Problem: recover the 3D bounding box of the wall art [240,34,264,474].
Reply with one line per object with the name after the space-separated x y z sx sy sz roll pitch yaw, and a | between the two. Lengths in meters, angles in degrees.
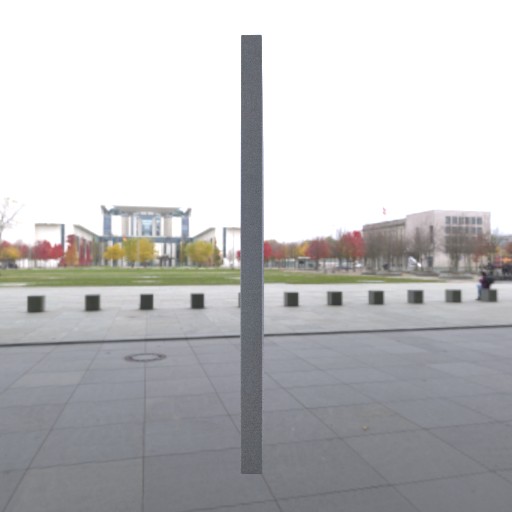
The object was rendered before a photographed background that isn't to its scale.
0.000 0.000 1.147 0.038 0.762 0.762 0 -1 1 | wall art
